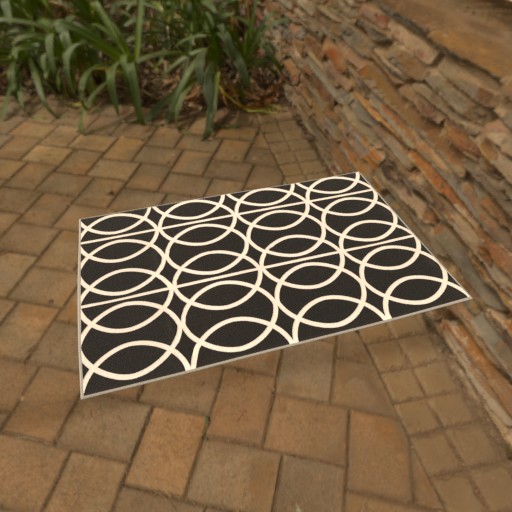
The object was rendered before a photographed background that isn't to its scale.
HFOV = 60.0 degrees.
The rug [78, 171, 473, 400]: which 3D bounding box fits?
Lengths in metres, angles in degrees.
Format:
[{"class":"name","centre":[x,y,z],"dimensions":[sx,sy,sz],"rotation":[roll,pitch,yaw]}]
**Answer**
[{"class":"rug","centre":[0.000,0.000,2.972],"dimensions":[2.294,0.014,1.528],"rotation":[-12,44,-12]}]
